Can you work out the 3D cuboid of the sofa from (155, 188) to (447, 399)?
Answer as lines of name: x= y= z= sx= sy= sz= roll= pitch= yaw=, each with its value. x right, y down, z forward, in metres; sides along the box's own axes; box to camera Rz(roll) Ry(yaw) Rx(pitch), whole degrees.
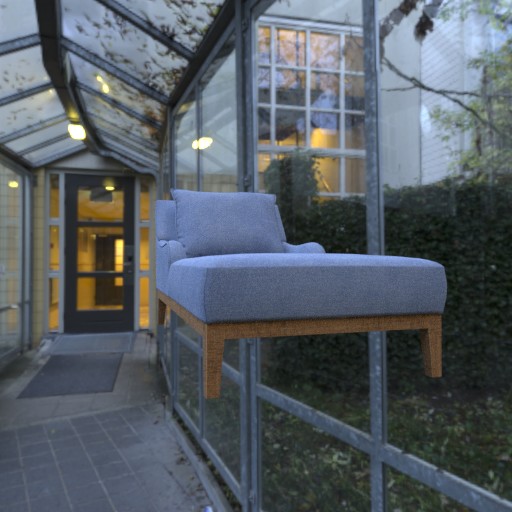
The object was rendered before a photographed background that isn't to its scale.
sofa: x=0.000 y=0.000 z=2.288 sx=0.904 sy=0.883 sz=1.779 roll=0 pitch=-1 yaw=-17
